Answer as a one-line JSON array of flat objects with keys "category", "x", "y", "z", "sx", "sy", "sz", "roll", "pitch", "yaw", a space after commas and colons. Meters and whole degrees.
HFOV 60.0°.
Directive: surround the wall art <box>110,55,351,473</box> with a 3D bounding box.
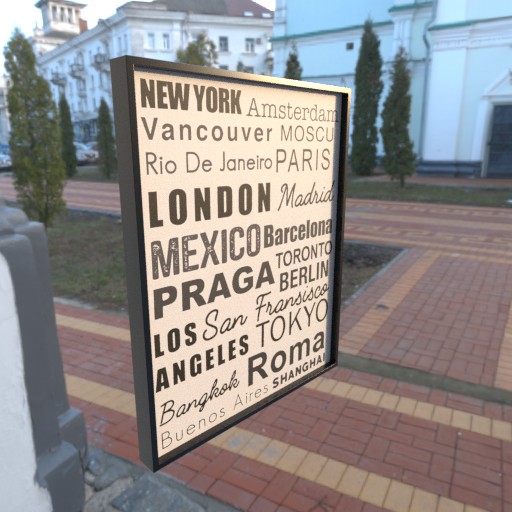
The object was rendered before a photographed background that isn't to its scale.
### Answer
[{"category": "wall art", "x": 0.000, "y": 0.000, "z": 0.729, "sx": 0.448, "sy": 0.551, "sz": 0.038, "roll": -14, "pitch": 20, "yaw": -43}]
